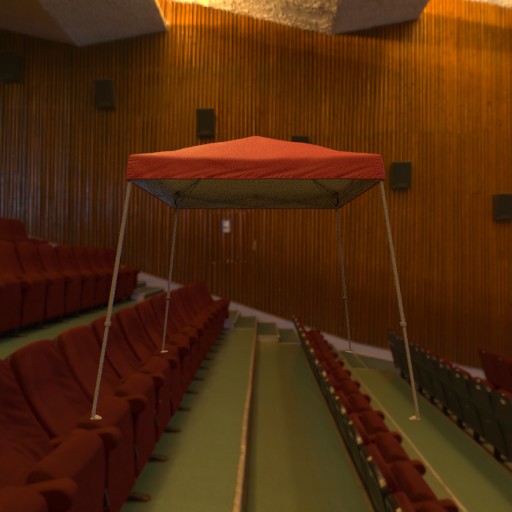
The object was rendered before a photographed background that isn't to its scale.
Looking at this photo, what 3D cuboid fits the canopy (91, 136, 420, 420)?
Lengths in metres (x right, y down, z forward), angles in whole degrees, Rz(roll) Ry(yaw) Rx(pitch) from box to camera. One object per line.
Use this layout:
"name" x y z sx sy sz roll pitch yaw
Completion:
"canopy" 0.000 0.000 6.642 3.599 3.600 3.600 0 0 0
